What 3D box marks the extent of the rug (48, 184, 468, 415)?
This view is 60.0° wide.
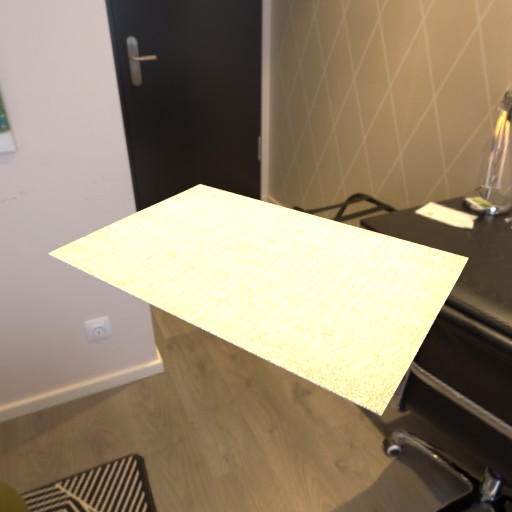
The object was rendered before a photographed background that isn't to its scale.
[{"bbox_3d":[0.000,0.000,2.303,1.827,0.007,1.211,19,35,30],"label":"rug"}]
